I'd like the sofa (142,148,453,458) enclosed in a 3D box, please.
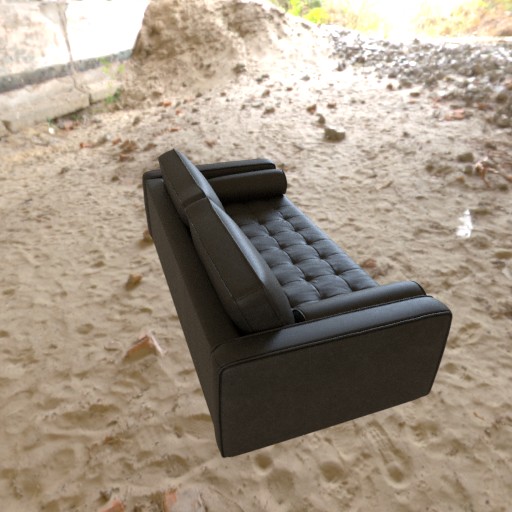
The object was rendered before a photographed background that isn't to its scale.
[{"bbox_3d":[0.000,0.000,2.319,0.921,0.770,1.879,-10,32,-17],"label":"sofa"}]
